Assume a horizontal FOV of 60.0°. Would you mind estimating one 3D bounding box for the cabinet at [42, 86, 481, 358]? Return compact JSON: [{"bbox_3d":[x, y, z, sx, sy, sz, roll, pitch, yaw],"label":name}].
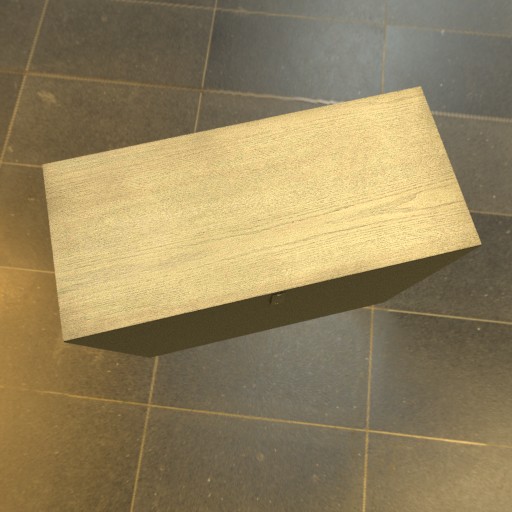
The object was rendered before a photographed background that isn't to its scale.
[{"bbox_3d":[0.000,0.000,1.229,0.781,0.787,0.370,-13,75,-3],"label":"cabinet"}]
